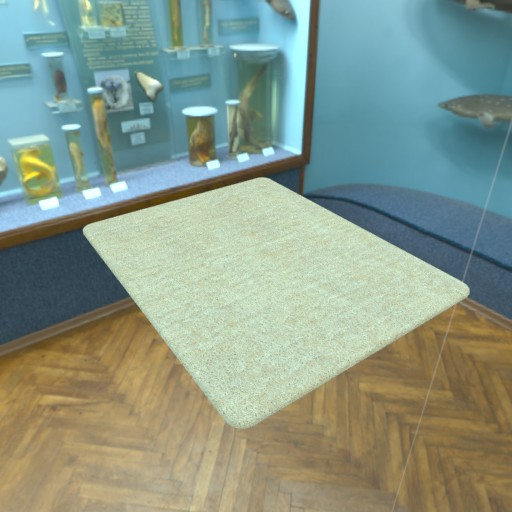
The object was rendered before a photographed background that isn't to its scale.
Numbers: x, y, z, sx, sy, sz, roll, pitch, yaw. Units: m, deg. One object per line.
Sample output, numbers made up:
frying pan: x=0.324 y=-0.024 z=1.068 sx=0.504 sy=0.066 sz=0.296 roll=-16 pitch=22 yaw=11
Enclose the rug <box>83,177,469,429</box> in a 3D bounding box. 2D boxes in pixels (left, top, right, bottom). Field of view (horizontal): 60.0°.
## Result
rug: x=0.000 y=0.000 z=3.511 sx=2.009 sy=0.048 sz=2.528 roll=-21 pitch=38 yaw=-29
